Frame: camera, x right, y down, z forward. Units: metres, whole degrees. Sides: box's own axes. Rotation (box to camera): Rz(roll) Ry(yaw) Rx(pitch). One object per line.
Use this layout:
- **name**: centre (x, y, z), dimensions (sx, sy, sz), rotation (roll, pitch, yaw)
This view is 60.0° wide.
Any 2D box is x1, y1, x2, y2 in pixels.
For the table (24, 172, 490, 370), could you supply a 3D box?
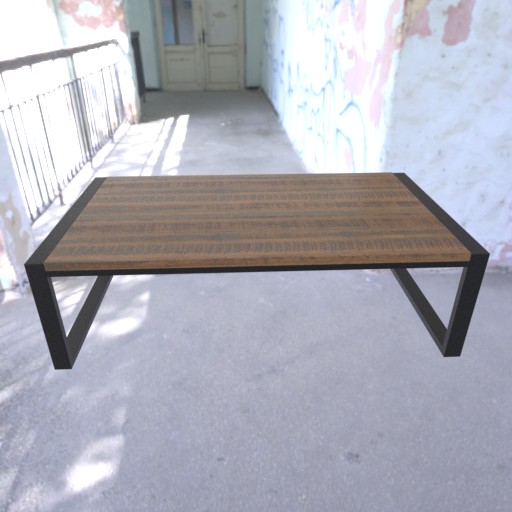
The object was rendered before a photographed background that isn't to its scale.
- **table**: centre (0.000, 0.000, 1.705), dimensions (1.350, 0.400, 0.750), rotation (-1, 29, -2)
